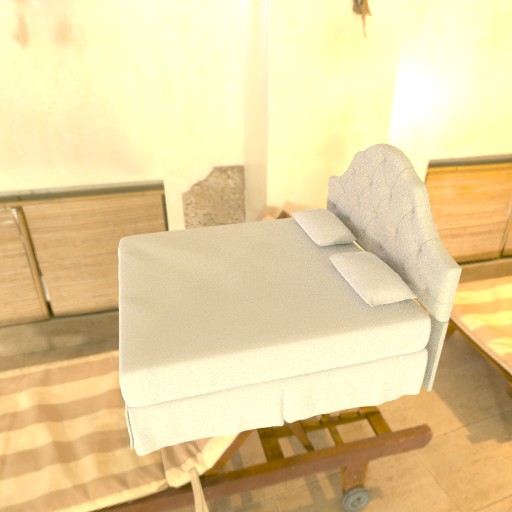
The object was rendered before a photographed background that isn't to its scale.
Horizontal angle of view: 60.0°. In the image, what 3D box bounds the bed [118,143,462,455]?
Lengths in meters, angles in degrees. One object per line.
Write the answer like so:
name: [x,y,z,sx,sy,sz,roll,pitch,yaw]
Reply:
bed: [0.000,0.000,3.535,2.214,1.615,2.008,-7,29,-13]
